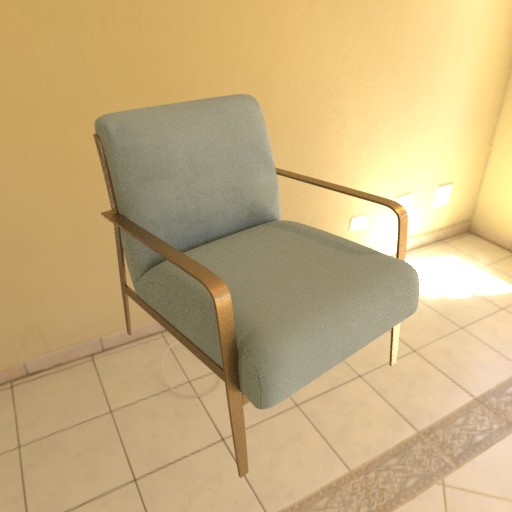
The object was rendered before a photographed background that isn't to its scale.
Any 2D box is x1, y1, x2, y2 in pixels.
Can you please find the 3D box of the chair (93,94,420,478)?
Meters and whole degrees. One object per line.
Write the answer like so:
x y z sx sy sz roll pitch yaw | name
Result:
0.000 0.000 1.413 0.701 0.824 0.842 -22 37 -33 | chair
